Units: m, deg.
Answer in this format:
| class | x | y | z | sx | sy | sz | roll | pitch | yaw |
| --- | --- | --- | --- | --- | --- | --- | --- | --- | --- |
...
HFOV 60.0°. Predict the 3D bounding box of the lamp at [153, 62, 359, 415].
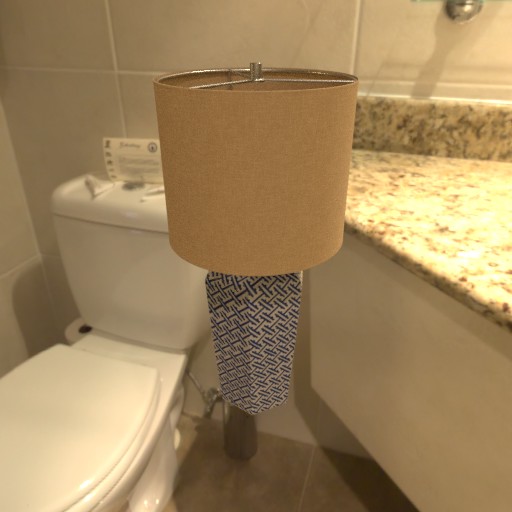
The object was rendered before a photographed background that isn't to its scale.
| class | x | y | z | sx | sy | sz | roll | pitch | yaw |
| --- | --- | --- | --- | --- | --- | --- | --- | --- | --- |
| lamp | 0.000 | 0.000 | 0.851 | 0.320 | 0.682 | 0.320 | -9 | 29 | -17 |
